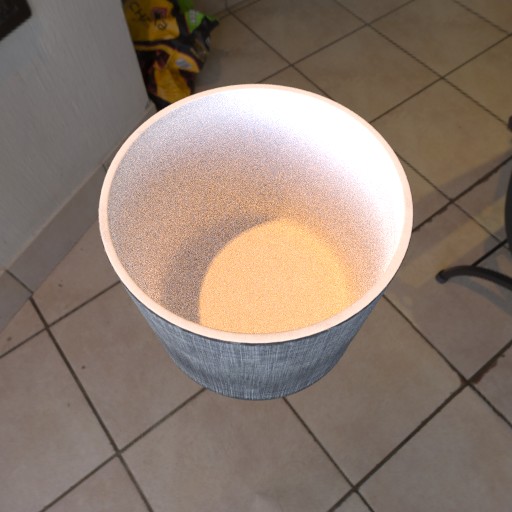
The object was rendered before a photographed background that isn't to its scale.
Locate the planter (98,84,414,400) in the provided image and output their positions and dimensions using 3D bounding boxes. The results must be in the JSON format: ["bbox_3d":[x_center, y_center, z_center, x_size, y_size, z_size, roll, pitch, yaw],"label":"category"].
[{"bbox_3d":[0.000,0.000,0.459,0.254,0.221,0.254,0,62,0],"label":"planter"}]
